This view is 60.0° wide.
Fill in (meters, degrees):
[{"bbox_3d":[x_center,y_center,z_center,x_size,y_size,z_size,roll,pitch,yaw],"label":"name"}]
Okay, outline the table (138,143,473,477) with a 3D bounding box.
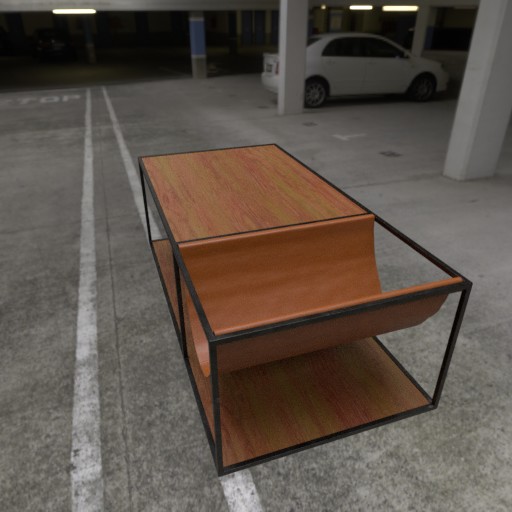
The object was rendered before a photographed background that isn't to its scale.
[{"bbox_3d":[0.000,0.000,1.481,0.597,0.403,1.199,-10,31,-17],"label":"table"}]
